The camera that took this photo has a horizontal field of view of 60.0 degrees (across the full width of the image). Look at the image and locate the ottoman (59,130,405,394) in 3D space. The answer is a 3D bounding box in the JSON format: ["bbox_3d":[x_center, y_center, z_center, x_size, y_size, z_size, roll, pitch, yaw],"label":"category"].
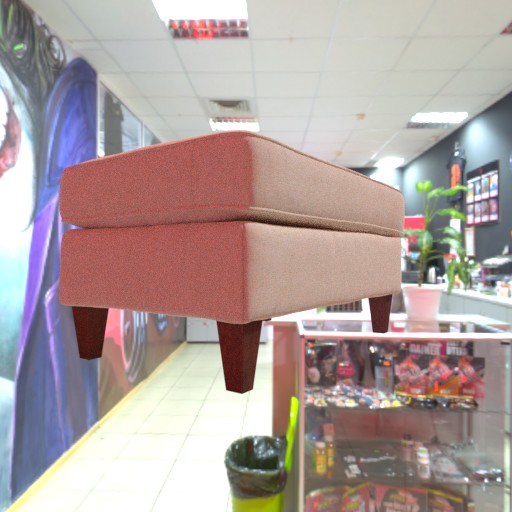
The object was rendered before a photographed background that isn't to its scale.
[{"bbox_3d":[0.000,0.000,1.228,0.583,0.484,0.862,0,0,35],"label":"ottoman"}]
